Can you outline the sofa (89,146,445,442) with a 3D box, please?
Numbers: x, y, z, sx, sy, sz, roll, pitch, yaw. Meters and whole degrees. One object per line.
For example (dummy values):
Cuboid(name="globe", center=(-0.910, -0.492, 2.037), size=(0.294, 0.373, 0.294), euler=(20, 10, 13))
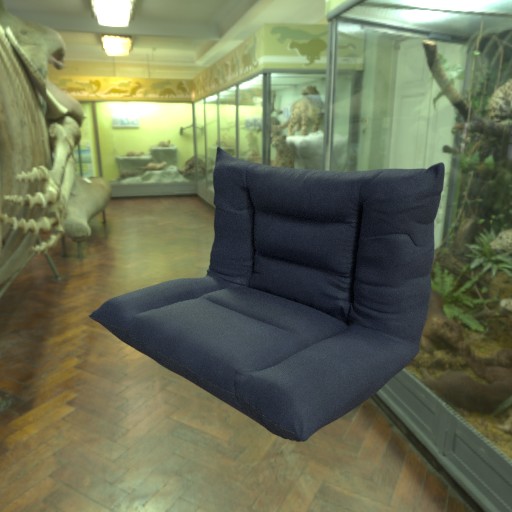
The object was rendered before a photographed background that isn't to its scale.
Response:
Cuboid(name="sofa", center=(0.000, 0.000, 1.688), size=(1.122, 0.778, 0.849), euler=(14, 21, 42))
